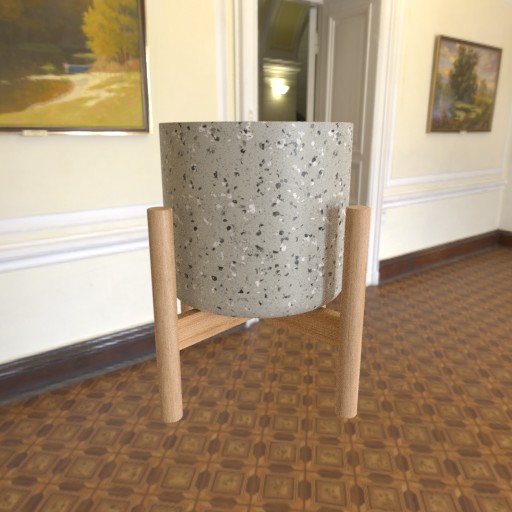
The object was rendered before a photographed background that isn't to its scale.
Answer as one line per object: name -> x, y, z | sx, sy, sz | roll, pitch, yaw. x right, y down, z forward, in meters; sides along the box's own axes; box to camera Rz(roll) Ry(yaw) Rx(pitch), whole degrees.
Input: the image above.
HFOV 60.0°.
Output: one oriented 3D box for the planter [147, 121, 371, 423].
planter -> 0.000, 0.000, 0.559 | 0.284, 0.320, 0.284 | -7, 17, -24
